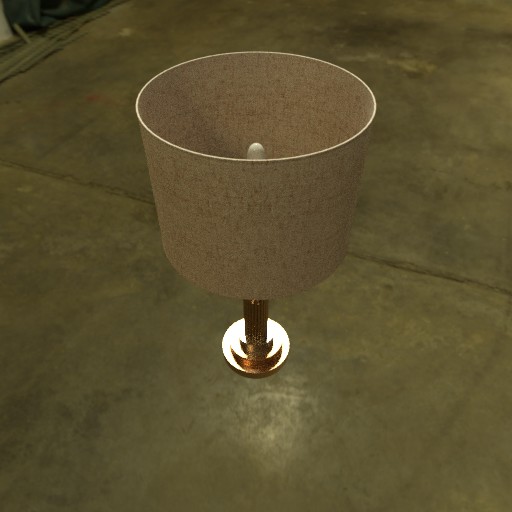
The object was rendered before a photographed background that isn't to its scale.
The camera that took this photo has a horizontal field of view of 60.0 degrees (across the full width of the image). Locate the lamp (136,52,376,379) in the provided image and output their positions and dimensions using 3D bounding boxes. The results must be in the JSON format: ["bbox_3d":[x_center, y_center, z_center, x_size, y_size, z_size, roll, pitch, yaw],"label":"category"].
[{"bbox_3d":[0.000,0.000,0.816,0.321,0.610,0.321,-16,47,-16],"label":"lamp"}]
